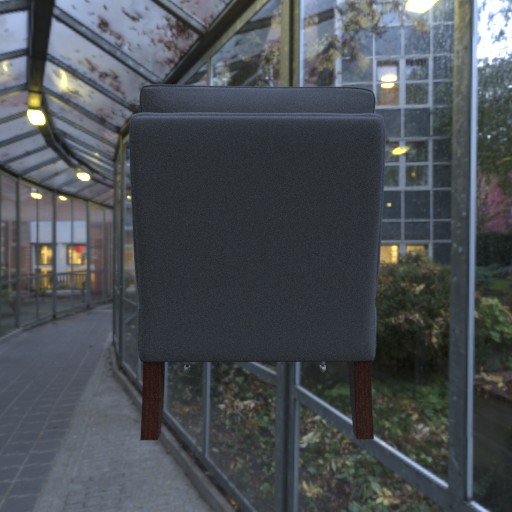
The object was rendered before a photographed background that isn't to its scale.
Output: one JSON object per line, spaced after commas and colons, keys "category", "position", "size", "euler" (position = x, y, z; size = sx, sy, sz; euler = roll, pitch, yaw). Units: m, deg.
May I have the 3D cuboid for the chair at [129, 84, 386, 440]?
{"category": "chair", "position": [0.000, 0.000, 1.634], "size": [0.724, 1.045, 0.924], "euler": [0, 0, -1]}
